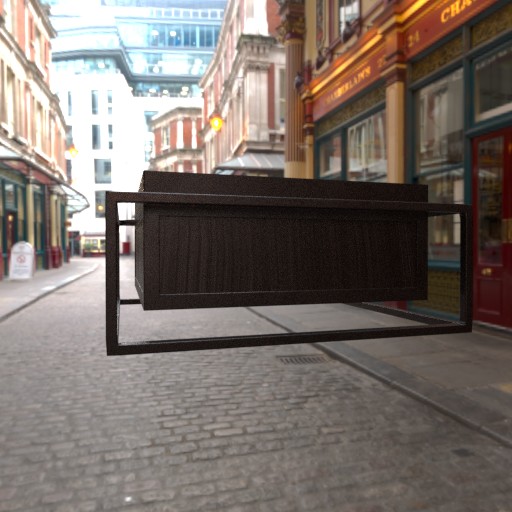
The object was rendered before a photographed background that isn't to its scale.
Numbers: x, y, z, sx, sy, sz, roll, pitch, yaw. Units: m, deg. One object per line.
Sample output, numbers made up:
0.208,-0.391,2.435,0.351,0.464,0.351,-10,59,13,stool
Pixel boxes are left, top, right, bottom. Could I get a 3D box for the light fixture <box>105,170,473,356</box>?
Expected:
0.000,0.000,0.709,0.441,0.191,0.441,0,1,-17,light fixture
